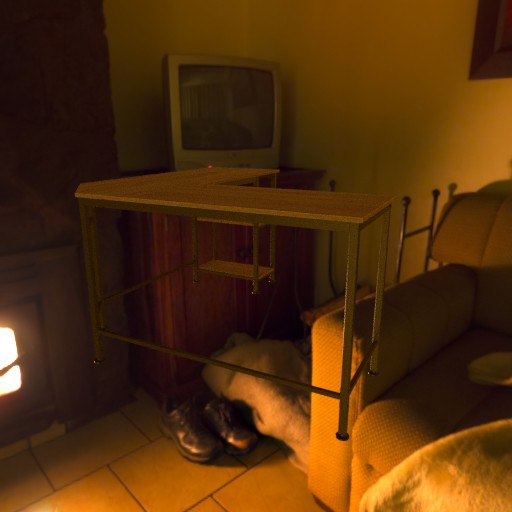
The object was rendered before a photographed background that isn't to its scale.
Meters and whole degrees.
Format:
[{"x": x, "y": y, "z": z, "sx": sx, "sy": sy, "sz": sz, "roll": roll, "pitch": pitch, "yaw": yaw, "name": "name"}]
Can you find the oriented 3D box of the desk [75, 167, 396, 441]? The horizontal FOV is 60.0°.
[{"x": 0.000, "y": 0.000, "z": 2.226, "sx": 1.379, "sy": 0.739, "sz": 1.379, "roll": 8, "pitch": 18, "yaw": 26, "name": "desk"}]
